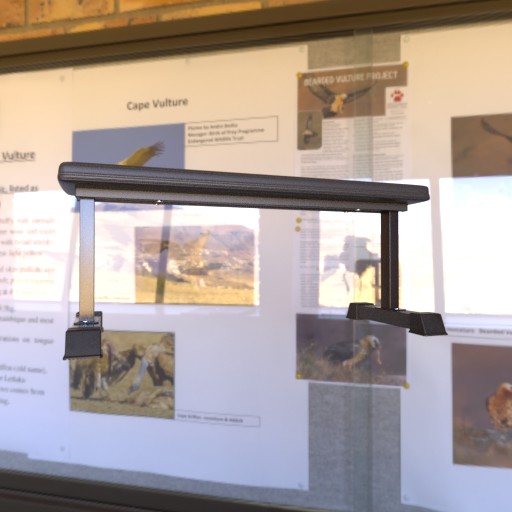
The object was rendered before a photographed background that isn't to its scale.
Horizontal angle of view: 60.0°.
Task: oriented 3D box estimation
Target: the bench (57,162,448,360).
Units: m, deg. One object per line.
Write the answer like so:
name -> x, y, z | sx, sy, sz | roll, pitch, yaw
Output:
bench -> 0.000, 0.000, 1.315 | 1.072, 0.453, 0.439 | 0, -1, -19
